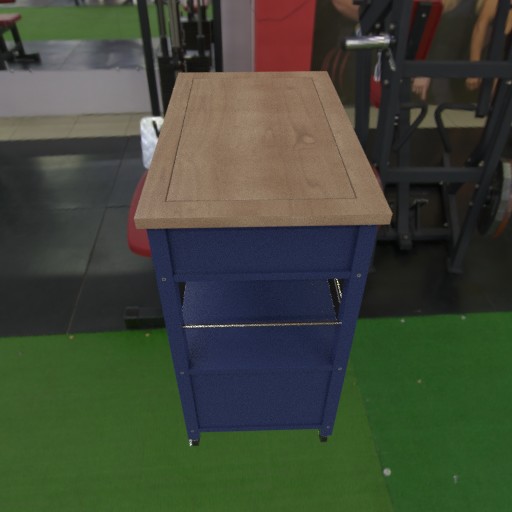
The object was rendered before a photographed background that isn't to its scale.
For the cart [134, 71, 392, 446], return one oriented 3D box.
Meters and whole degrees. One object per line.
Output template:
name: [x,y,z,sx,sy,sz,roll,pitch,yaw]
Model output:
cart: [0.000,0.000,1.392,0.459,0.901,0.840,-1,40,-1]
